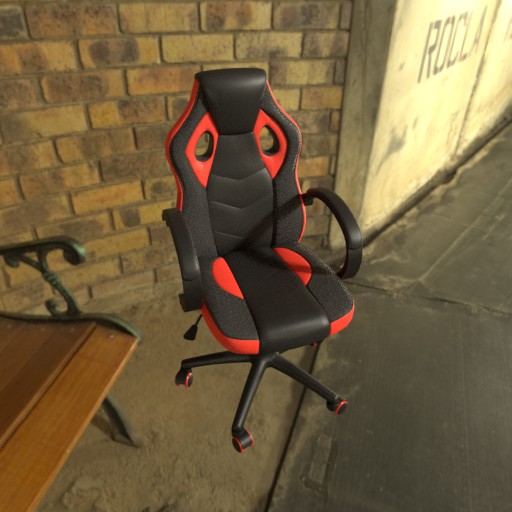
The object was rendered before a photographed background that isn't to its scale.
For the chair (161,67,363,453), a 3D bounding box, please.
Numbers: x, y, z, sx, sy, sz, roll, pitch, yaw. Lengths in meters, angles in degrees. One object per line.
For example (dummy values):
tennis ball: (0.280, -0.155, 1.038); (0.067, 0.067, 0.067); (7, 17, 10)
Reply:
chair: (0.000, 0.000, 1.391); (0.600, 1.016, 0.642); (-10, 34, -16)
